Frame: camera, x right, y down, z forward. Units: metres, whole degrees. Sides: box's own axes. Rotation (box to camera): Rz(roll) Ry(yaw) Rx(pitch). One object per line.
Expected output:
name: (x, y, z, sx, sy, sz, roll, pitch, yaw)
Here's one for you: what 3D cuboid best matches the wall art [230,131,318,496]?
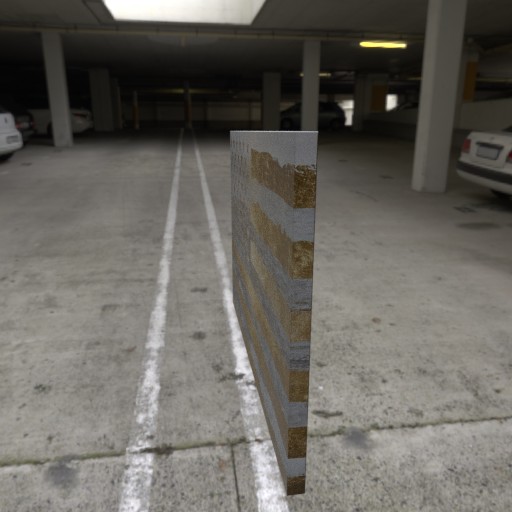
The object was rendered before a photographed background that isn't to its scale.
wall art: (0.000, 0.000, 1.406, 0.041, 0.762, 1.145, -2, 16, -8)
